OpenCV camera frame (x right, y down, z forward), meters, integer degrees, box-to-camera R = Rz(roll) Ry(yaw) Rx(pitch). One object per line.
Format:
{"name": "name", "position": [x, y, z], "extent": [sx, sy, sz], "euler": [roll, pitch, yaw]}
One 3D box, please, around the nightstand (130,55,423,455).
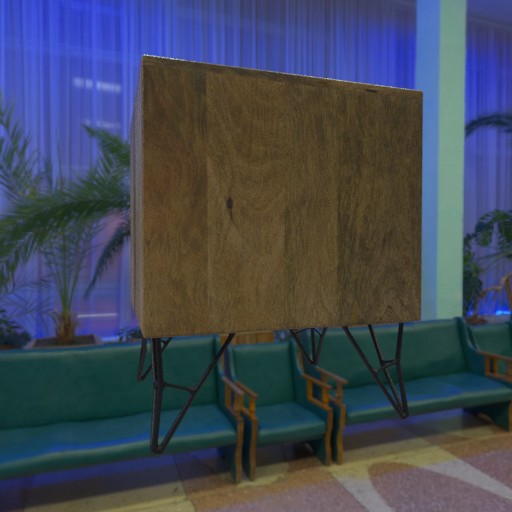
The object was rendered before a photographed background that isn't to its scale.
{"name": "nightstand", "position": [0.000, 0.000, 0.869], "extent": [0.457, 0.559, 0.406], "euler": [0, 1, -18]}
